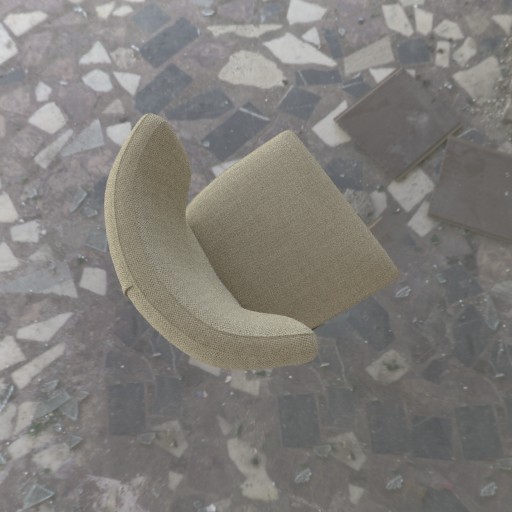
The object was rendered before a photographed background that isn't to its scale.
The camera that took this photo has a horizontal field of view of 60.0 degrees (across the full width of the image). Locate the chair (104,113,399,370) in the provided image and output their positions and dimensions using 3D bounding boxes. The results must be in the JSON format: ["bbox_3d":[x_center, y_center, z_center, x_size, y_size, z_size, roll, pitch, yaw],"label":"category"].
[{"bbox_3d":[0.000,0.000,1.257,0.617,0.824,0.611,-33,78,-8],"label":"chair"}]
